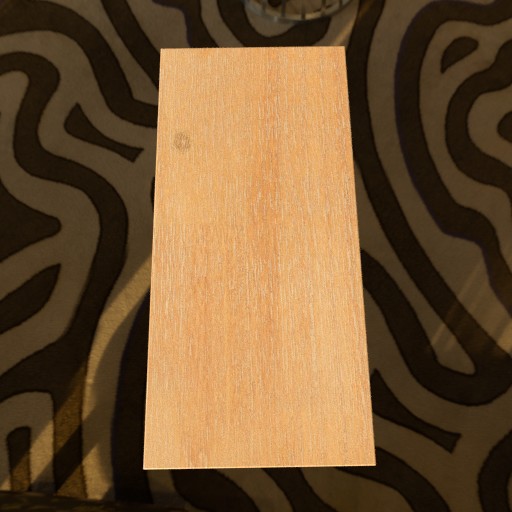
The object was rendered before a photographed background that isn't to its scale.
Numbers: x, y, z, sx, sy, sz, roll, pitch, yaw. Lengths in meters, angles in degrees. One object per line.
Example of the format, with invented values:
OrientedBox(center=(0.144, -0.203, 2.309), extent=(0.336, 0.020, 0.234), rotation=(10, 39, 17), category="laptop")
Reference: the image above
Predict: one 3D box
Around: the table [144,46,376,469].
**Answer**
OrientedBox(center=(0.000, 0.000, 1.263), extent=(0.483, 0.457, 1.016), rotation=(-1, 76, 0), category="table")
